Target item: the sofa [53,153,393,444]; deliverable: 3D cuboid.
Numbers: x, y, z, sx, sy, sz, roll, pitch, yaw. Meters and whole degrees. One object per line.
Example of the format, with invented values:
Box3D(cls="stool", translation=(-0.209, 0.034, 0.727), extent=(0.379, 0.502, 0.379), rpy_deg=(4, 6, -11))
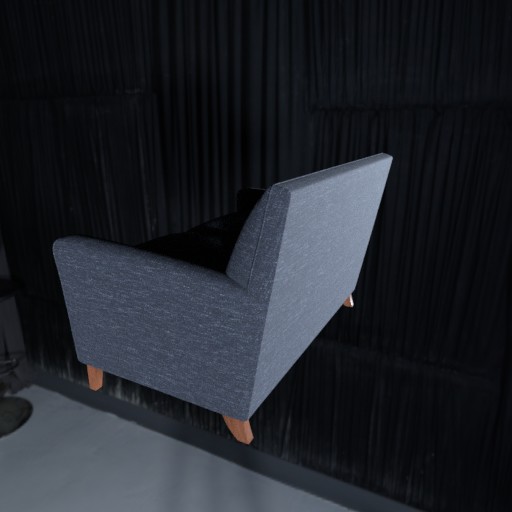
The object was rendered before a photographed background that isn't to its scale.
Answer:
Box3D(cls="sofa", translation=(0.000, 0.000, 1.982), extent=(0.875, 0.846, 1.420), rpy_deg=(8, 19, 26))
